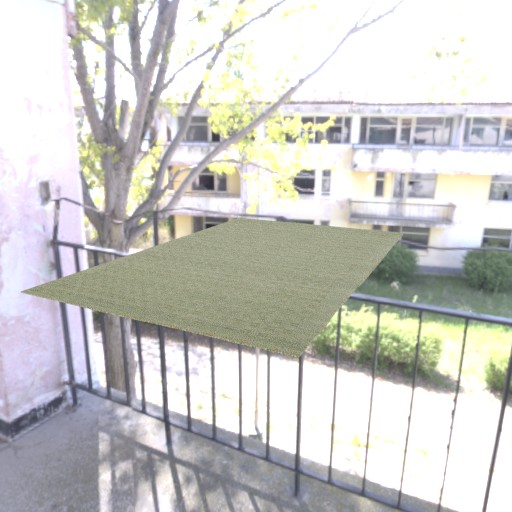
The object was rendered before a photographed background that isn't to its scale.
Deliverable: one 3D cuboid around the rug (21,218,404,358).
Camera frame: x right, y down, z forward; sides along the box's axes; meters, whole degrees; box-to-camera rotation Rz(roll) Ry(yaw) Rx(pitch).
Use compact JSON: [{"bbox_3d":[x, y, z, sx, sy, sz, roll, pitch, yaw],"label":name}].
[{"bbox_3d":[0.000,0.000,2.198,1.143,0.006,1.747,8,17,26],"label":"rug"}]
